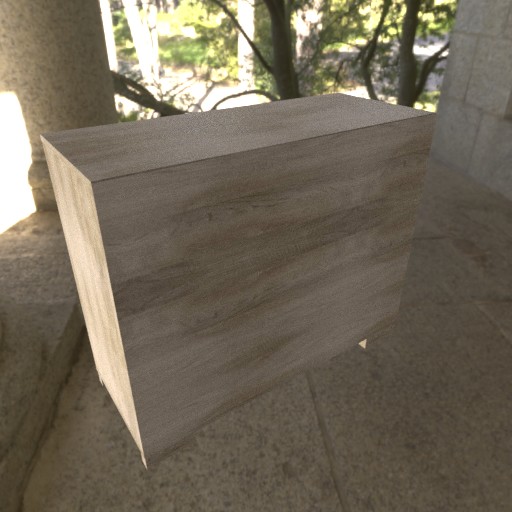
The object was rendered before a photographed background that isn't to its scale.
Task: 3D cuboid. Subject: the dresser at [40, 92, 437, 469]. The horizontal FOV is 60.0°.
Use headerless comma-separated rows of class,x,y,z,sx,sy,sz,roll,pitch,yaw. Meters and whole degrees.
dresser,0.000,0.000,1.377,0.994,0.816,0.404,-19,35,-30
